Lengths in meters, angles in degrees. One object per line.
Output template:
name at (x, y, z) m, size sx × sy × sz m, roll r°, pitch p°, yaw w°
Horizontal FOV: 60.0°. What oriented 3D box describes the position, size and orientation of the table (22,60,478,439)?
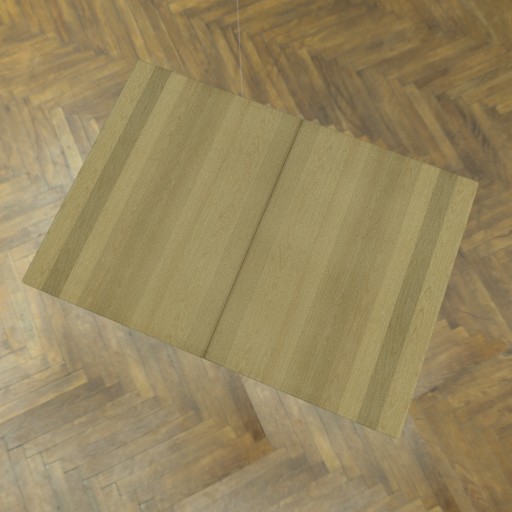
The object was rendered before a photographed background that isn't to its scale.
table at (0.000, 0.000, 1.859) m, size 1.300 × 0.770 × 0.900 m, roll 21°, pitch 78°, yaw 5°
